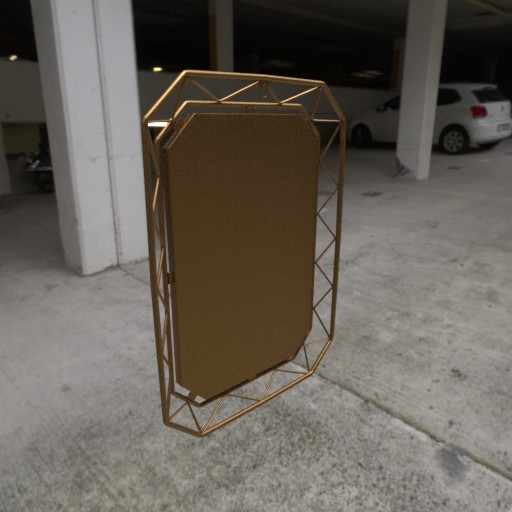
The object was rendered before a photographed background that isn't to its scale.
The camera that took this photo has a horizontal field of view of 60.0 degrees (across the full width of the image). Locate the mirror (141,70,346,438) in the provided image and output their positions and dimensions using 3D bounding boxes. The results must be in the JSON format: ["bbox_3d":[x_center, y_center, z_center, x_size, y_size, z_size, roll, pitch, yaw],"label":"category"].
[{"bbox_3d":[0.000,0.000,0.747,0.417,0.566,0.042,-15,23,-40],"label":"mirror"}]
